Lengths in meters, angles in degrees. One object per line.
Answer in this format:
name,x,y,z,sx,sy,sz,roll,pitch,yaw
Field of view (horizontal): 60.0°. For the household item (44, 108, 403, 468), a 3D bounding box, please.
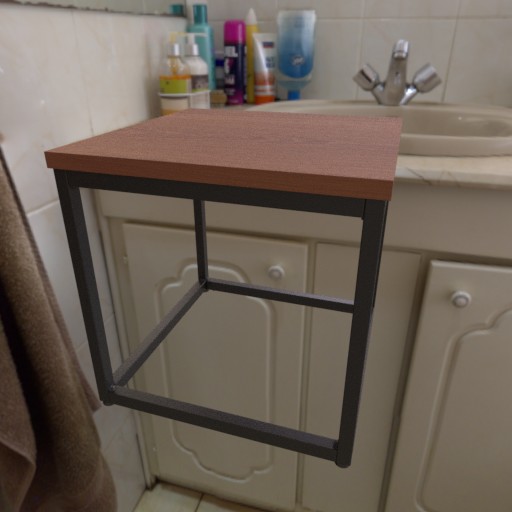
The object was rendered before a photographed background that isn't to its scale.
household item,0.000,0.000,0.729,0.400,0.400,0.400,8,27,16
